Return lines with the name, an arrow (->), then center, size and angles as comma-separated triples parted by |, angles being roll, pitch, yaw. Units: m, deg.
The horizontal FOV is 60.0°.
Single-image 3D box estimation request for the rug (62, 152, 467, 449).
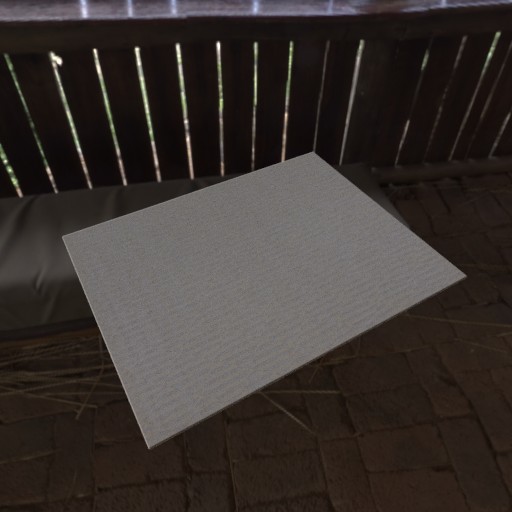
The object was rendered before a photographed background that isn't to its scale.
rug -> 0.000, 0.000, 4.216 | 3.055, 0.021, 2.410 | -23, 50, -21
